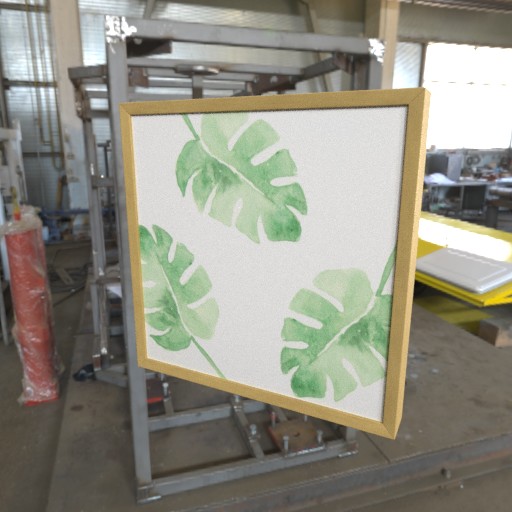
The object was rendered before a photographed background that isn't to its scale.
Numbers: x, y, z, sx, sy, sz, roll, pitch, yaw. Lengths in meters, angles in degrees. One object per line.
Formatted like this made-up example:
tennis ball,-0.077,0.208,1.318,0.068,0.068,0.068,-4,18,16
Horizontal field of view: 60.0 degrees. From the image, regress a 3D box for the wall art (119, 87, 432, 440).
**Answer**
wall art,0.000,0.000,0.452,0.305,0.305,0.038,7,16,26
